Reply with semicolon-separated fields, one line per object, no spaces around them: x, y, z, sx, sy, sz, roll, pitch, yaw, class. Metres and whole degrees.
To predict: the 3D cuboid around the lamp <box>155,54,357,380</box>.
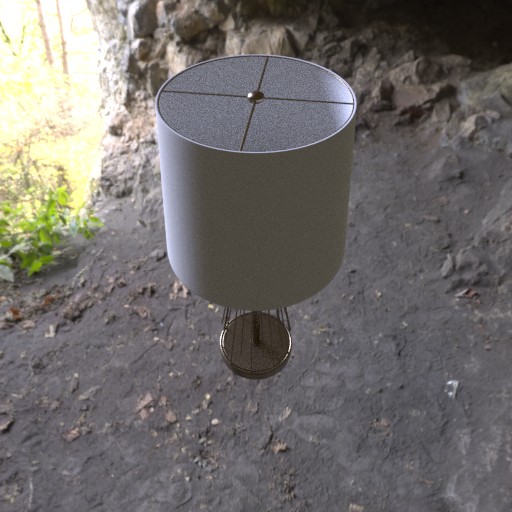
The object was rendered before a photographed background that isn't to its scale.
0.000;0.000;0.796;0.303;0.618;0.303;0;47;0;lamp
